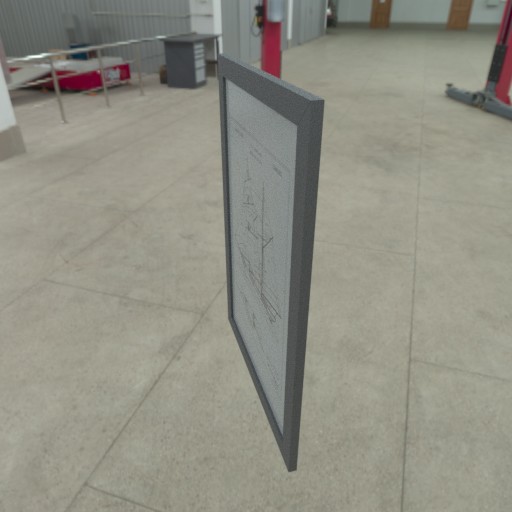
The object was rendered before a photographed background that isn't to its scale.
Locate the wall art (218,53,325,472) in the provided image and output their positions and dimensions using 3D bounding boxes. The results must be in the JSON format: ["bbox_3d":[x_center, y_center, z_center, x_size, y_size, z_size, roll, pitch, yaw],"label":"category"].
[{"bbox_3d":[0.000,0.000,0.683,0.013,0.534,0.380,-9,32,-14],"label":"wall art"}]
